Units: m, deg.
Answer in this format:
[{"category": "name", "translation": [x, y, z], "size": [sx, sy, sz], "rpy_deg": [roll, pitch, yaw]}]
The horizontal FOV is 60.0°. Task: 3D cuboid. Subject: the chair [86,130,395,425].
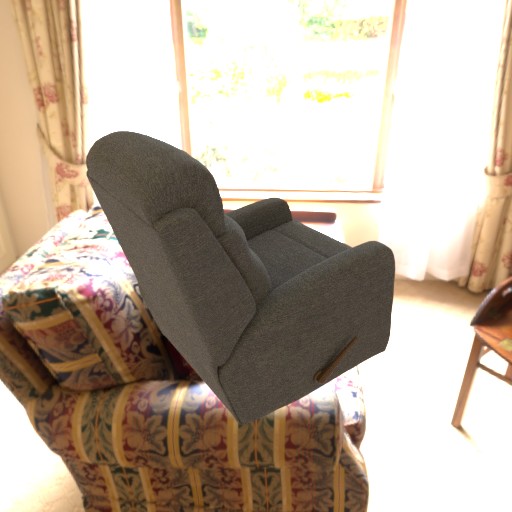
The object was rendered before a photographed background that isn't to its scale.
[{"category": "chair", "translation": [0.000, 0.000, 1.768], "size": [1.043, 1.013, 0.798], "rpy_deg": [-18, 32, -31]}]
